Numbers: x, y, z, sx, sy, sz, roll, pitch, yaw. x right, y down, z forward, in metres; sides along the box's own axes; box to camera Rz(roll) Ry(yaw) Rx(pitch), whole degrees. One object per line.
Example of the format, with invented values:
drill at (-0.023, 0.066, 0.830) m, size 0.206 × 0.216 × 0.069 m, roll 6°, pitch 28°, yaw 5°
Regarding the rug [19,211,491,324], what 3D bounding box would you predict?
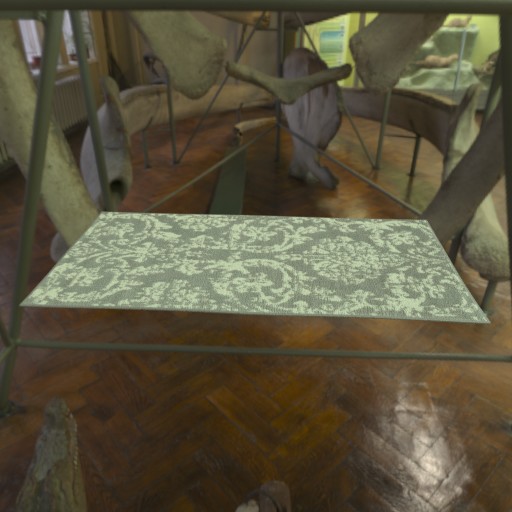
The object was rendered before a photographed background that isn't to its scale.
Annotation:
rug at (0.000, 0.000, 1.400) m, size 1.219 × 0.007 × 0.604 m, roll 2°, pitch 30°, yaw 3°
